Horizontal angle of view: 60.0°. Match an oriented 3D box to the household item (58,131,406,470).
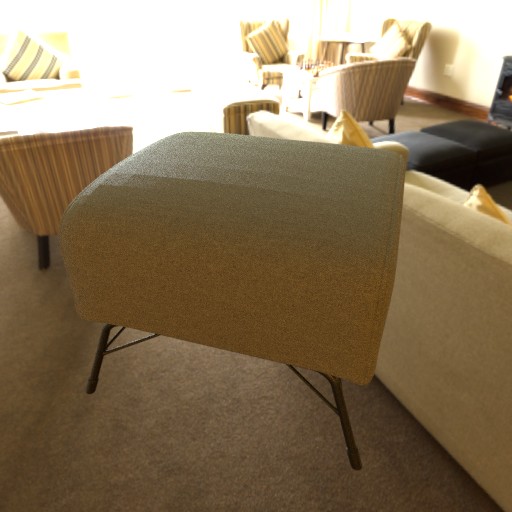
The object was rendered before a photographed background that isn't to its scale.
[{"bbox_3d":[0.000,0.000,0.893,0.530,0.410,0.530,10,33,15],"label":"household item"}]
